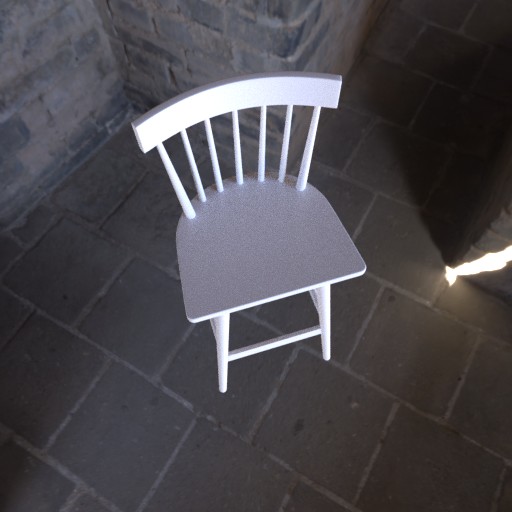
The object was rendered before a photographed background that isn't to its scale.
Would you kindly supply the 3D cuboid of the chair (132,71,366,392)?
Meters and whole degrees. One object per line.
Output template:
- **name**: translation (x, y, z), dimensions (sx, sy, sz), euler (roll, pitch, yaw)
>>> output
- **chair**: translation (0.000, 0.000, 1.399), dimensions (0.483, 1.092, 0.572), euler (-15, 66, -7)
